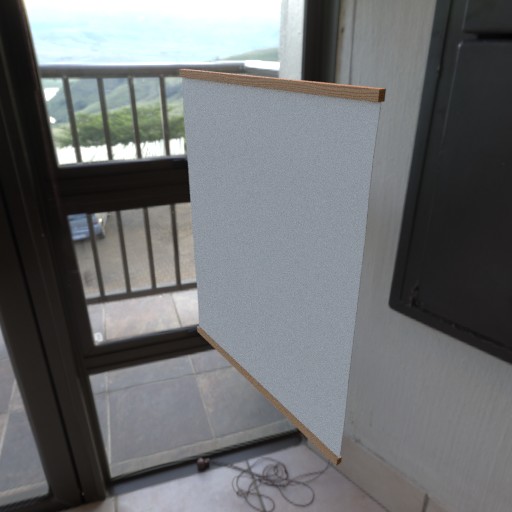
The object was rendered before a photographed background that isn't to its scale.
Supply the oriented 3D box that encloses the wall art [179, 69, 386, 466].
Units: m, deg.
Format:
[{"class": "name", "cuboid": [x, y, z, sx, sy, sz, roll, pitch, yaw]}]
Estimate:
[{"class": "wall art", "cuboid": [0.000, 0.000, 0.673, 0.010, 0.507, 0.404, -18, 31, -32]}]
